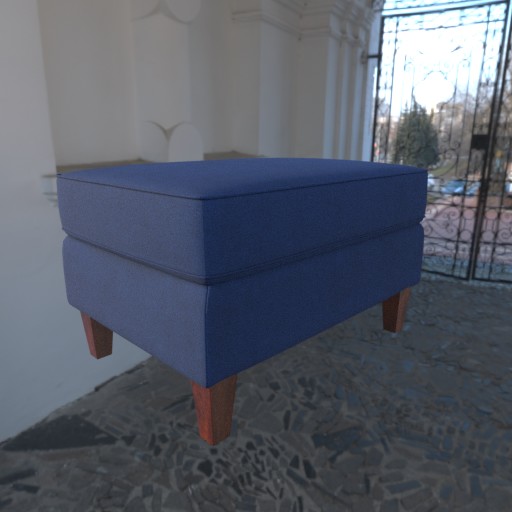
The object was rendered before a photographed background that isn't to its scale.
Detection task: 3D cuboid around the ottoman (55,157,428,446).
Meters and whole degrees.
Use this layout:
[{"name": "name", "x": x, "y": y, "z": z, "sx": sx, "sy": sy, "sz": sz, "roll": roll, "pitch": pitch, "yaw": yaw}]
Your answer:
[{"name": "ottoman", "x": 0.000, "y": 0.000, "z": 1.391, "sx": 0.686, "sy": 0.584, "sz": 0.965, "roll": 15, "pitch": 21, "yaw": 43}]
